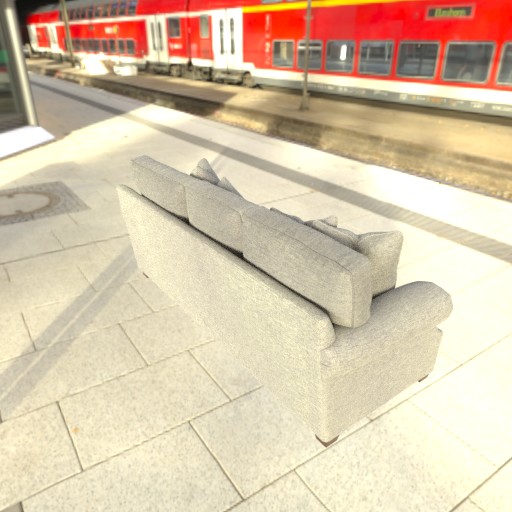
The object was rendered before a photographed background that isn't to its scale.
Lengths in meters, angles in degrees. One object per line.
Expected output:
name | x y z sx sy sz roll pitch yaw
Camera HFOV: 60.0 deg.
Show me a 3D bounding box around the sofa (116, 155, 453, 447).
sofa | 0.000 0.000 2.835 0.965 0.975 2.312 -18 32 -32
